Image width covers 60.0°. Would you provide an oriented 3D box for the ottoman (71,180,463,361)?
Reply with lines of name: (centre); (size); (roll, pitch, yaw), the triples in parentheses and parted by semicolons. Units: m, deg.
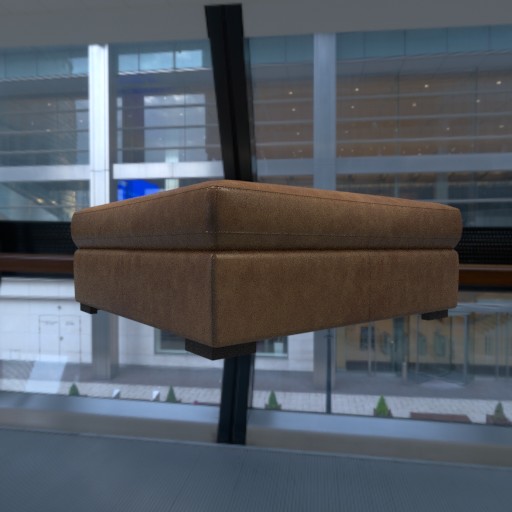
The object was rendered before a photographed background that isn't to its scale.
ottoman: (0.000, 0.000, 1.842); (1.169, 0.483, 1.168); (-1, 2, -38)
